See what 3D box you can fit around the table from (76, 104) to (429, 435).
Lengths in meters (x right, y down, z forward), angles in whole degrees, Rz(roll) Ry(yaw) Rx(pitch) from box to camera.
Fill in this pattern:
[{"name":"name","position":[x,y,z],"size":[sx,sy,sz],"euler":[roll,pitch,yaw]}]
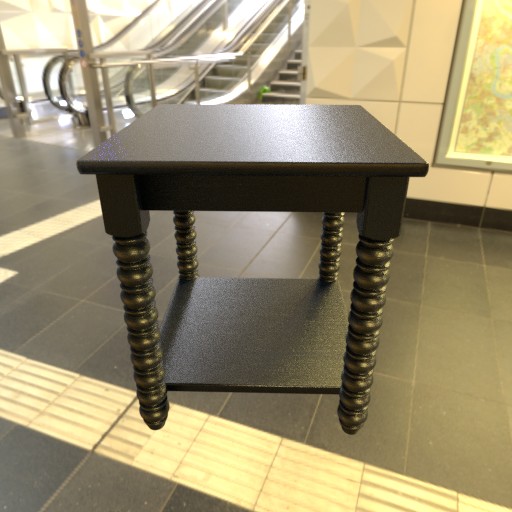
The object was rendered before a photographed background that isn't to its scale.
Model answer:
[{"name":"table","position":[0.000,0.000,0.985],"size":[0.500,0.567,0.533],"euler":[1,27,1]}]
